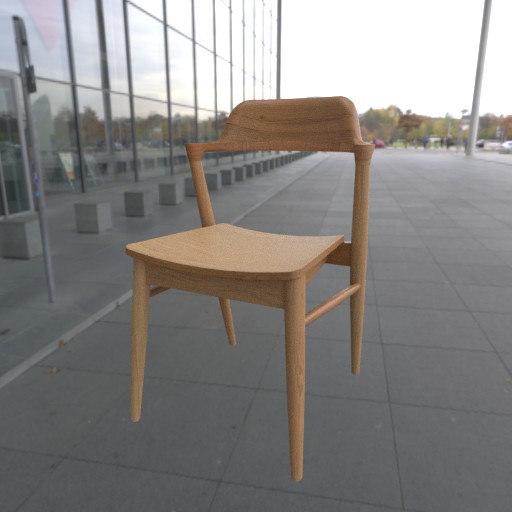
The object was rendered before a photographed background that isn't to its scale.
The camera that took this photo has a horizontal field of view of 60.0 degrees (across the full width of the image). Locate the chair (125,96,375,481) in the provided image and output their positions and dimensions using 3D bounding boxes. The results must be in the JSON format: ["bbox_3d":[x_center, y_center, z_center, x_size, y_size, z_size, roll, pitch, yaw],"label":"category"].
[{"bbox_3d":[0.000,0.000,1.121,0.512,0.792,0.499,7,16,26],"label":"chair"}]
